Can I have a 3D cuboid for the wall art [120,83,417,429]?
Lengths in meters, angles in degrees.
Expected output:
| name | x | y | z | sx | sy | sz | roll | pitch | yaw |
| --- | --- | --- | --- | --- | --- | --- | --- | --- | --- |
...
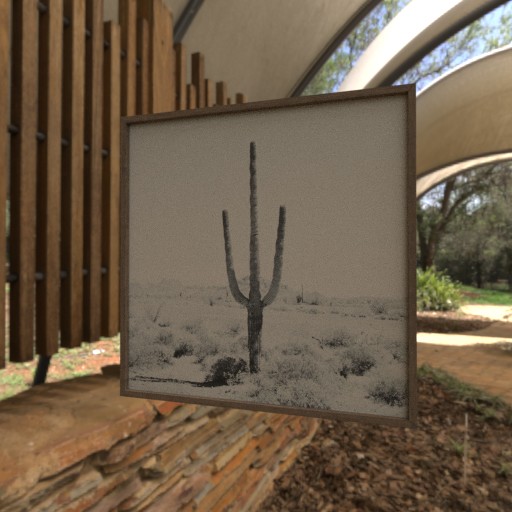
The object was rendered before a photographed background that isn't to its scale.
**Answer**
| name | x | y | z | sx | sy | sz | roll | pitch | yaw |
| --- | --- | --- | --- | --- | --- | --- | --- | --- | --- |
| wall art | 0.000 | 0.000 | 0.747 | 0.508 | 0.508 | 0.038 | 0 | 0 | 18 |
